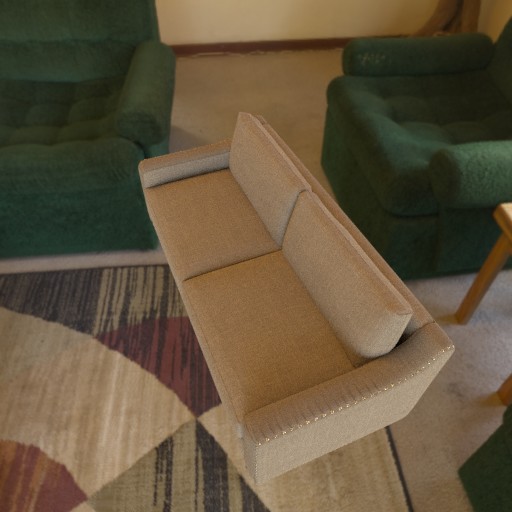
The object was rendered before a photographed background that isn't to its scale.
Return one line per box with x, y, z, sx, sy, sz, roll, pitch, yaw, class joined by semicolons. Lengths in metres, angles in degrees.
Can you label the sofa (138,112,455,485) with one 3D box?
0.000;0.000;2.721;1.000;0.857;2.208;-17;49;-16;sofa
